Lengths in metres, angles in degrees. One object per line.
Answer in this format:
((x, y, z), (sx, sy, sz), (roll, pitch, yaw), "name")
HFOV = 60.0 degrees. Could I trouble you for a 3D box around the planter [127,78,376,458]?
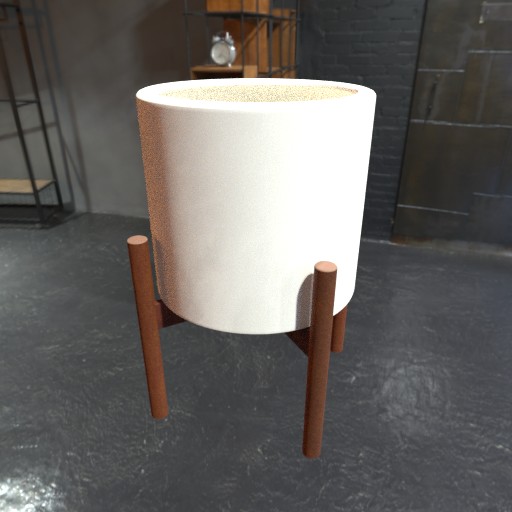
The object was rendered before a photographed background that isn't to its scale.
((0.000, 0.000, 0.503), (0.224, 0.358, 0.224), (8, 27, 15), "planter")
